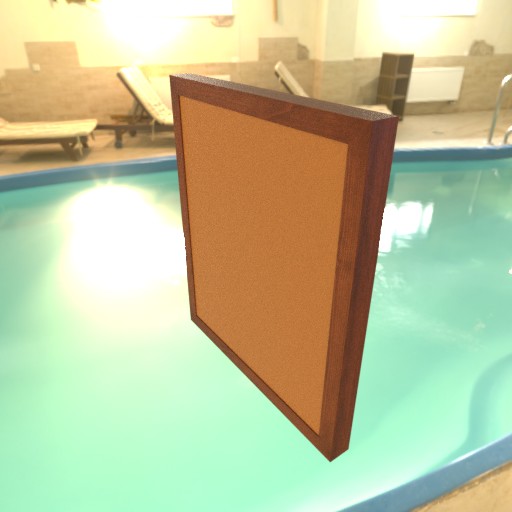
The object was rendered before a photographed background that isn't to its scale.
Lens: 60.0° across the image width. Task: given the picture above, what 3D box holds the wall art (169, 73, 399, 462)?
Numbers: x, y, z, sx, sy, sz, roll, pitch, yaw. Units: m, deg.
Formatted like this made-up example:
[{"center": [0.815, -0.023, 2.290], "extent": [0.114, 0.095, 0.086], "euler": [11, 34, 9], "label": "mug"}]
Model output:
[{"center": [0.000, 0.000, 0.539], "extent": [0.030, 0.381, 0.330], "euler": [-19, 34, -31], "label": "wall art"}]
